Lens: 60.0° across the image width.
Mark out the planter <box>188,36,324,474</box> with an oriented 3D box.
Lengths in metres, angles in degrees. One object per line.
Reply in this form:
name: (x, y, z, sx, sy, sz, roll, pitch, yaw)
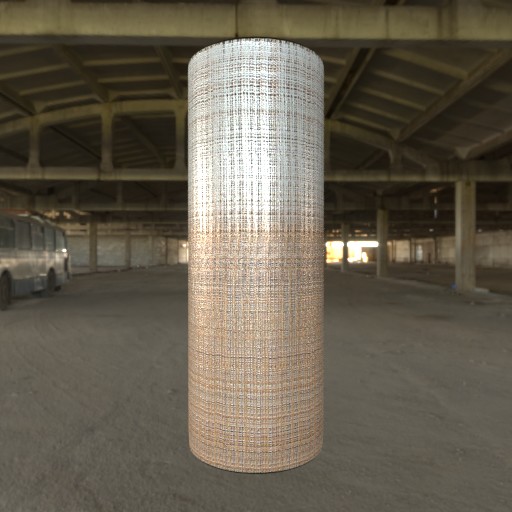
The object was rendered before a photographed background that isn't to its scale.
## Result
planter: (0.000, 0.000, 0.328, 0.099, 0.278, 0.099, 0, 0, -1)
